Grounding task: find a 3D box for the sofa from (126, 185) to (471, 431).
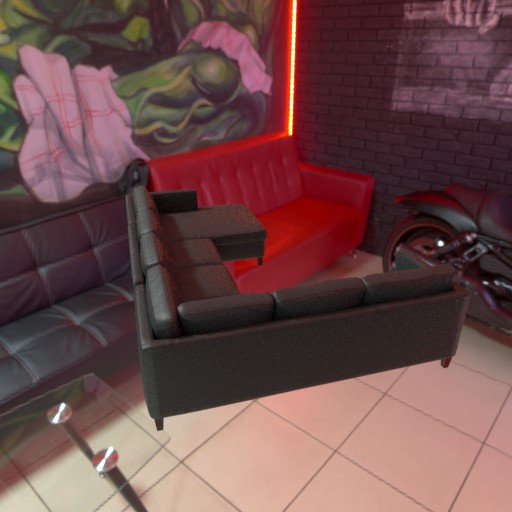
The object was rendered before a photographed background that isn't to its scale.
[{"bbox_3d":[0.000,0.000,4.765,2.593,0.923,3.460,-7,26,-15],"label":"sofa"}]
